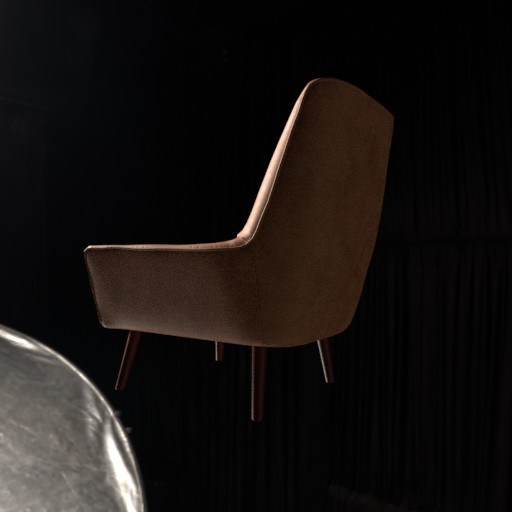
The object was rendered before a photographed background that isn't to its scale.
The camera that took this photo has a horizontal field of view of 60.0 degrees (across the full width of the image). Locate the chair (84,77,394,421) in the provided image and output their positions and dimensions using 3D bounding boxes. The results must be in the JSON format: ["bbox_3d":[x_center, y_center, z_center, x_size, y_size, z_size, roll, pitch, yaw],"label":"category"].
[{"bbox_3d":[0.000,0.000,1.473,0.851,0.883,0.753,0,-1,35],"label":"chair"}]
